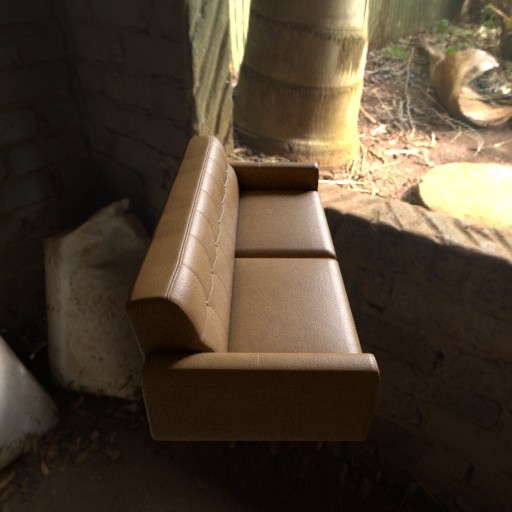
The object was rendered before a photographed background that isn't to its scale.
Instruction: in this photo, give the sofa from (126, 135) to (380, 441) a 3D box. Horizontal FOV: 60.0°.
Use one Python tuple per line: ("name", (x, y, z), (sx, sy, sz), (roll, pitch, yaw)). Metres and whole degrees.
("sofa", (0.000, 0.000, 2.650), (0.980, 0.892, 2.137), (0, 33, 0))
